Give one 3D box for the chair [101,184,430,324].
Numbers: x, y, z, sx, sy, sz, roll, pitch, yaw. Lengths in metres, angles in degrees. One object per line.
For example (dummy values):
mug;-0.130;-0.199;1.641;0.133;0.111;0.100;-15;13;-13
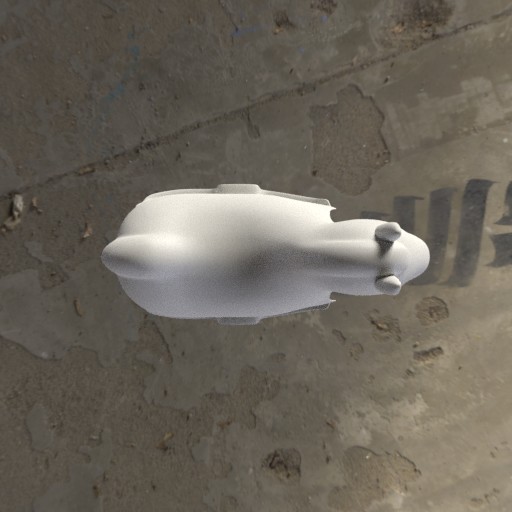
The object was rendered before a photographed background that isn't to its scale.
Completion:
chair;0.000;0.000;1.133;0.800;0.612;0.429;0;91;0
